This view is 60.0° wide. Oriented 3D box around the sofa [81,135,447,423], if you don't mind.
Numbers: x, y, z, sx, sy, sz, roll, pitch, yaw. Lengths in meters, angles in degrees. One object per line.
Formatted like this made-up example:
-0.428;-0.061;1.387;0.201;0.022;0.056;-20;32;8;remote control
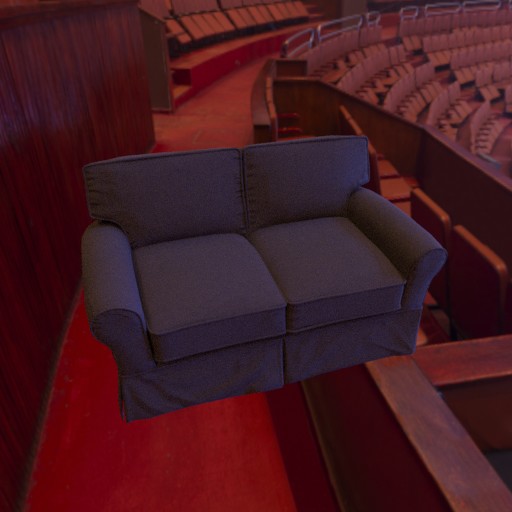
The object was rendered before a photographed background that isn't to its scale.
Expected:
0.000;0.000;2.463;1.801;1.059;0.997;-10;33;-15;sofa
